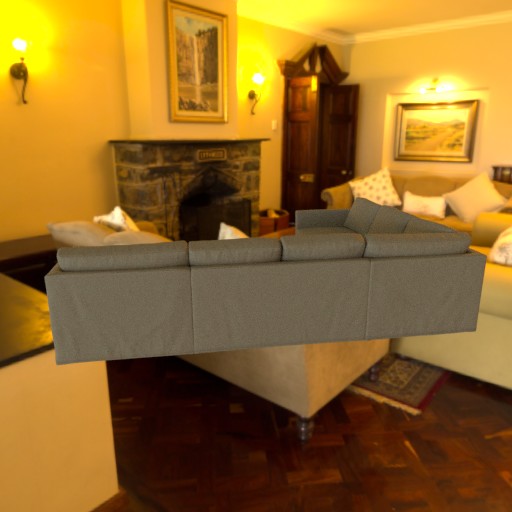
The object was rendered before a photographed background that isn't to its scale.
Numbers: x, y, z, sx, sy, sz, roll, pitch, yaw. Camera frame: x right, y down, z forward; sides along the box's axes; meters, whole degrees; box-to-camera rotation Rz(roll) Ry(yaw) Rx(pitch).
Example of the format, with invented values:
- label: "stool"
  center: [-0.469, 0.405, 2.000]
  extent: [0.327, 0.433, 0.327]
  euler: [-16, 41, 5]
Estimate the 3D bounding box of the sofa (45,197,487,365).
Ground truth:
- label: "sofa"
  center: [0.000, 0.000, 4.567]
  extent: [3.460, 0.882, 2.427]
  euler: [-3, 16, -9]
